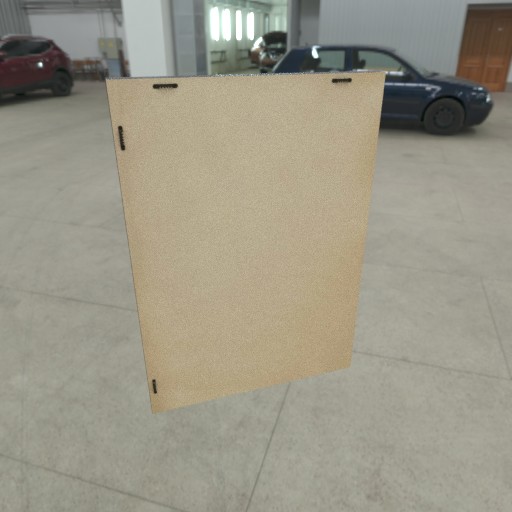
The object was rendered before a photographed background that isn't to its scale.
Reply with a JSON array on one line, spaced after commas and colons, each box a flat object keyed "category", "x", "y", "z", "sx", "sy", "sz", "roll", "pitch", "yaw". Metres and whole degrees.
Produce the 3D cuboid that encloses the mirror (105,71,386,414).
[{"category": "mirror", "x": 0.000, "y": 0.000, "z": 0.936, "sx": 0.507, "sy": 0.710, "sz": 0.040, "roll": -8, "pitch": 28, "yaw": -16}]
